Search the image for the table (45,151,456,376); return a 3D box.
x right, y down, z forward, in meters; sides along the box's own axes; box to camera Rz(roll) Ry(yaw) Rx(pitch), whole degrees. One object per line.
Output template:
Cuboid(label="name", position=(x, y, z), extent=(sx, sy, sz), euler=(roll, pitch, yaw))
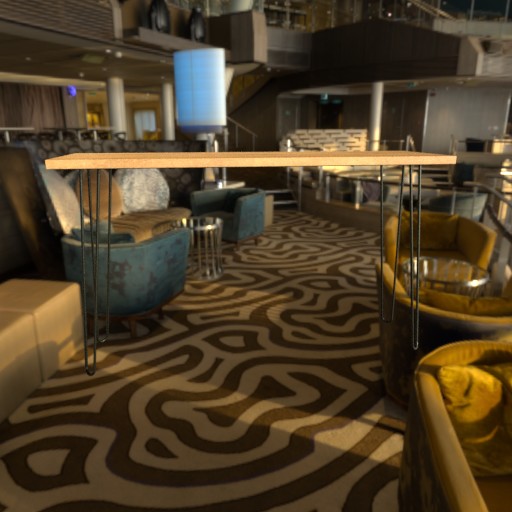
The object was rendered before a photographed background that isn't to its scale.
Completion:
Cuboid(label="table", position=(0.000, 0.000, 1.789), extent=(1.400, 0.799, 0.399), euler=(-2, 16, -9))
